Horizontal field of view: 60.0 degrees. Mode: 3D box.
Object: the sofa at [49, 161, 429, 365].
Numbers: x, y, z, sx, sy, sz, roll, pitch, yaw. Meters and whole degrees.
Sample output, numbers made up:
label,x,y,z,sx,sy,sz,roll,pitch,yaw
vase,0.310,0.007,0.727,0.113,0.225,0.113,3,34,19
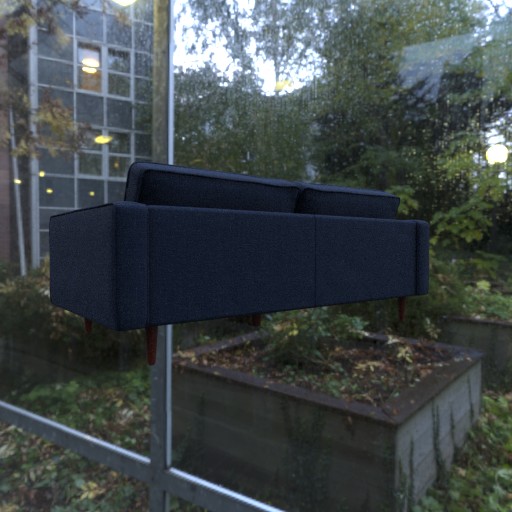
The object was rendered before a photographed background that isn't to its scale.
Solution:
label,x,y,z,sx,sy,sz,roll,pitch,yaw
sofa,0.000,0.000,2.374,1.880,0.762,0.914,-1,2,-38
